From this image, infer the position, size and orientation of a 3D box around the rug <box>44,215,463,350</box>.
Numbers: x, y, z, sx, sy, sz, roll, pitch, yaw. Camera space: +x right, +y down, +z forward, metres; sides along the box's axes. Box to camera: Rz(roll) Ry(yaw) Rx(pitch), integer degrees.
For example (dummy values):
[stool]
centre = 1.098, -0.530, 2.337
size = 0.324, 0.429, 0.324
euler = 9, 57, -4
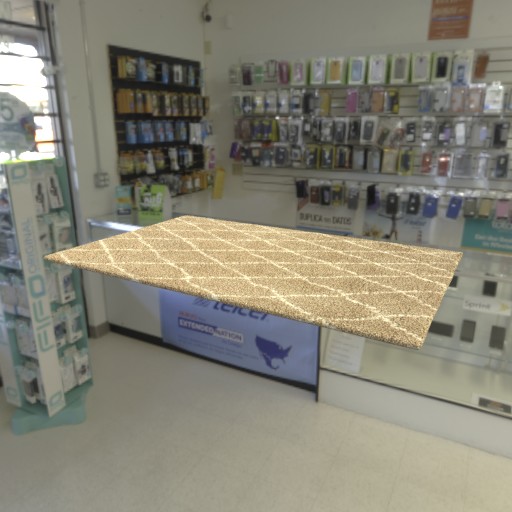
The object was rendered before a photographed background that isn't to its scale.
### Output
[rug]
centre = 0.000, 0.000, 3.027
size = 2.438, 0.030, 1.524
euler = 10, 20, 29
